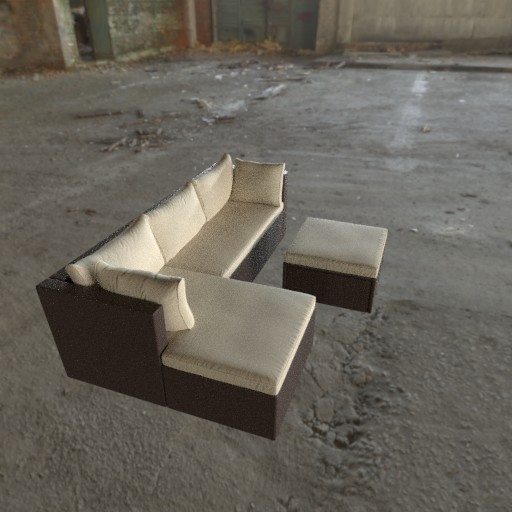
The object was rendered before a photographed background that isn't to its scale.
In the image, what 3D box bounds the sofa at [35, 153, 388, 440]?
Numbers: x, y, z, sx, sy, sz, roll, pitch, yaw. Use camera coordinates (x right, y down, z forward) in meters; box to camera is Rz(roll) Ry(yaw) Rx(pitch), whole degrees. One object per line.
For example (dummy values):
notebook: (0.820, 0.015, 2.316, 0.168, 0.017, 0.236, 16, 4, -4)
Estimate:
sofa: (0.000, 0.000, 3.039, 1.612, 0.766, 2.192, 10, 31, 17)
